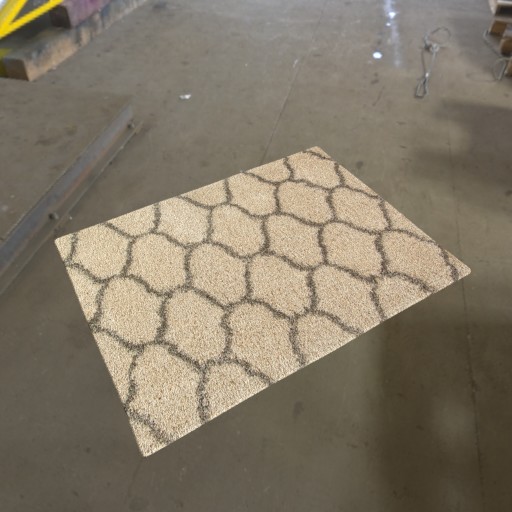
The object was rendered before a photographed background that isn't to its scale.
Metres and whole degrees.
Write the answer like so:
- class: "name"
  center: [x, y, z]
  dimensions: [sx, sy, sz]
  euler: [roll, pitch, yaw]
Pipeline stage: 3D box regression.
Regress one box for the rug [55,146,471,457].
- class: "rug"
  center: [0.000, 0.000, 2.110]
  dimensions: [1.600, 0.025, 1.200]
  euler: [-24, 51, -21]
